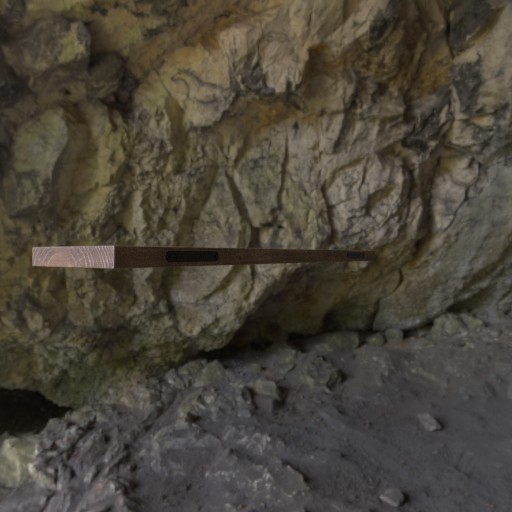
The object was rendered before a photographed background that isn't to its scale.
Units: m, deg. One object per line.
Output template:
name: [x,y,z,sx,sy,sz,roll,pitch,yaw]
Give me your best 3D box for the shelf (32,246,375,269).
shelf: [0.000,0.000,0.672,0.140,0.020,0.610,0,0,36]
